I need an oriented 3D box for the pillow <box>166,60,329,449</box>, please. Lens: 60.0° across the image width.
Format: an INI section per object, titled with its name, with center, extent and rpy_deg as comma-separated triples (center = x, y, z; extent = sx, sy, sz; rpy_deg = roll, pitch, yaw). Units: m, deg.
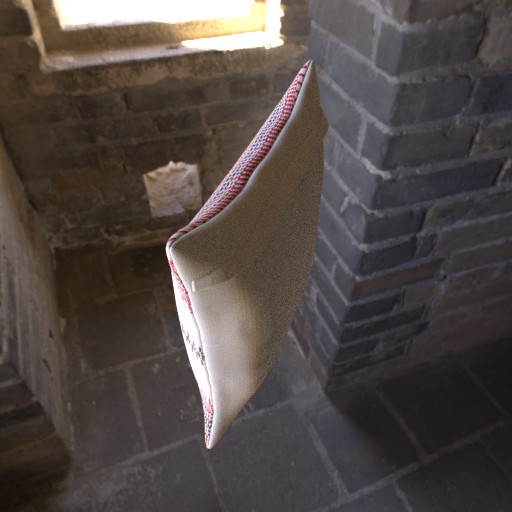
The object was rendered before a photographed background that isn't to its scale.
[pillow]
center = 0.000, 0.000, 0.707
extent = 0.160, 0.454, 0.463
rpy_deg = 15, 47, 15
